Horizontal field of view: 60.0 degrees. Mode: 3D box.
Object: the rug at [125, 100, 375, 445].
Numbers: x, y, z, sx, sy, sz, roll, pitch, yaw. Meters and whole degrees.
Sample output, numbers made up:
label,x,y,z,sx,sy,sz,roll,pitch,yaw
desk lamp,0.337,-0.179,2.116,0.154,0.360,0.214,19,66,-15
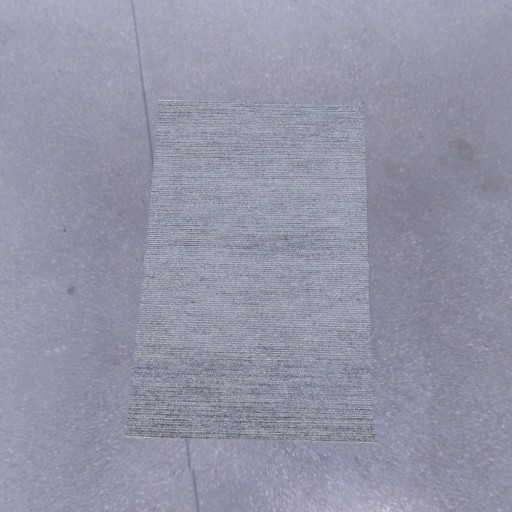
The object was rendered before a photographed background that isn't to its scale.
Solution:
label,x,y,z,sx,sy,sz,roll,pitch,yaw
rug,0.000,0.000,2.271,1.159,0.021,1.789,2,76,0
